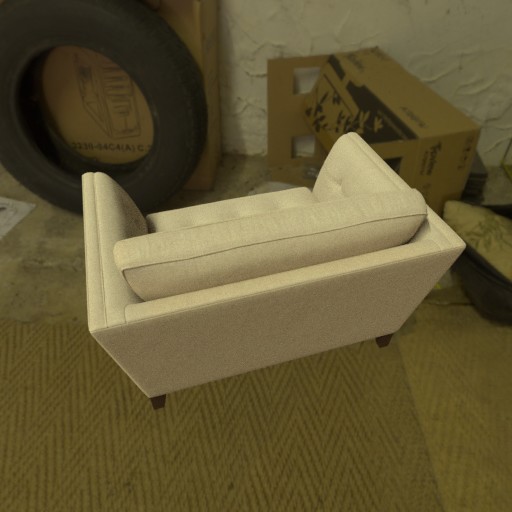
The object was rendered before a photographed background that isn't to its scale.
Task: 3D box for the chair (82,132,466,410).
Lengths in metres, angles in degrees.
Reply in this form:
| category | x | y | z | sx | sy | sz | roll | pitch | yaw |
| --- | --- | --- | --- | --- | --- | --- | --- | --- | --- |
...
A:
| category | x | y | z | sx | sy | sz | roll | pitch | yaw |
| --- | --- | --- | --- | --- | --- | --- | --- | --- | --- |
| chair | 0.000 | 0.000 | 2.072 | 1.397 | 0.940 | 0.965 | -12 | 44 | -13 |
